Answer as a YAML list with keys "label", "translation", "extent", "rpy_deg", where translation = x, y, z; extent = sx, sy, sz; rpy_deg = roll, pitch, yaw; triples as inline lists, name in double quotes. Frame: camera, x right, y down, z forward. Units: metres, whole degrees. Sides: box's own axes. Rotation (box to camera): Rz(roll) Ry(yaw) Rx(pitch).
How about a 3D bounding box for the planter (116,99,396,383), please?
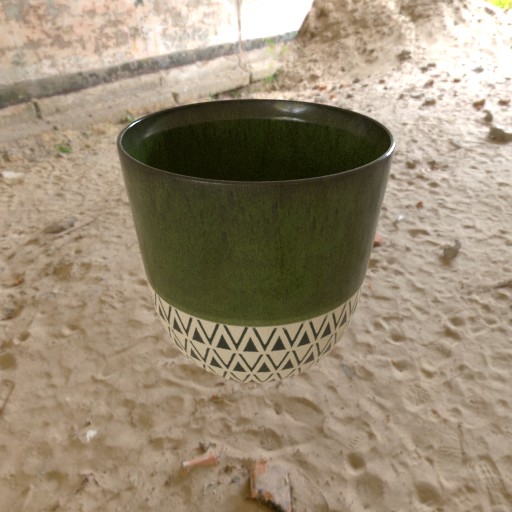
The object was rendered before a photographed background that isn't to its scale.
- label: "planter"
  translation: [0.000, 0.000, 0.473]
  extent: [0.245, 0.270, 0.245]
  rpy_deg: [0, 32, 0]
